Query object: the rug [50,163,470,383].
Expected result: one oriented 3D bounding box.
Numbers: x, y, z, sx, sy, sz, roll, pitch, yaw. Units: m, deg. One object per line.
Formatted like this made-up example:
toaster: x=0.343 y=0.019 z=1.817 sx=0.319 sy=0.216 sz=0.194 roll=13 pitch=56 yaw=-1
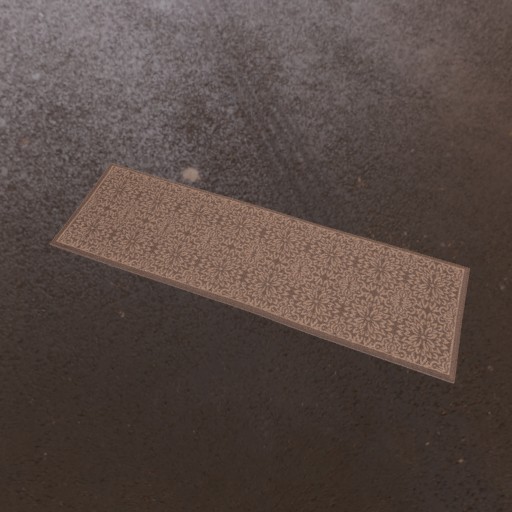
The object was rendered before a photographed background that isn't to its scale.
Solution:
rug: x=0.000 y=0.000 z=2.412 sx=2.196 sy=0.011 sz=0.662 roll=18 pitch=59 yaw=11
